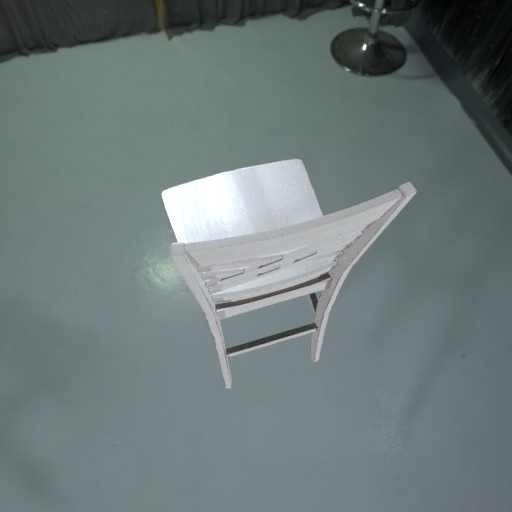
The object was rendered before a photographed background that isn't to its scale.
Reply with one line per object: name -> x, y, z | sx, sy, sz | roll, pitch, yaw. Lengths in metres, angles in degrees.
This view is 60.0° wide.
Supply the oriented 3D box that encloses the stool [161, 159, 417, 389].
stool -> 0.000, 0.000, 1.364 | 0.462, 1.079, 0.539 | -15, 61, -9
